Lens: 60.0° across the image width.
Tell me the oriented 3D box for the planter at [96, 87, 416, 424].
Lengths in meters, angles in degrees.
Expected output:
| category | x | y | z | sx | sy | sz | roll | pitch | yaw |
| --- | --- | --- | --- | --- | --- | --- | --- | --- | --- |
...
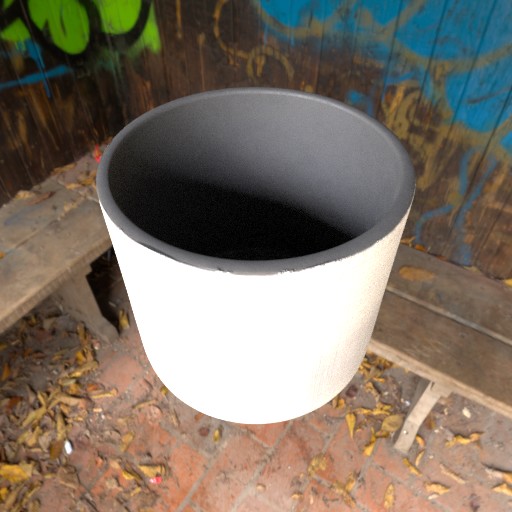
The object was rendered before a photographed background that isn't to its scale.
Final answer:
| category | x | y | z | sx | sy | sz | roll | pitch | yaw |
| --- | --- | --- | --- | --- | --- | --- | --- | --- | --- |
| planter | 0.000 | 0.000 | 0.380 | 0.221 | 0.201 | 0.221 | 0 | 46 | 0 |
